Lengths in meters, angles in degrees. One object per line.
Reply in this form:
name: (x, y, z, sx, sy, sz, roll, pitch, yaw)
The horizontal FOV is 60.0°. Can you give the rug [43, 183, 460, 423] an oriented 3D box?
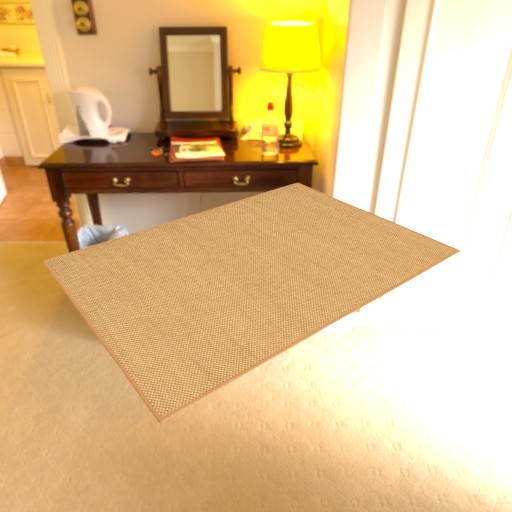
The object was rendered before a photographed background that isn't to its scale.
rug: (0.000, 0.000, 2.767, 2.134, 0.013, 1.524, -22, 37, -32)
